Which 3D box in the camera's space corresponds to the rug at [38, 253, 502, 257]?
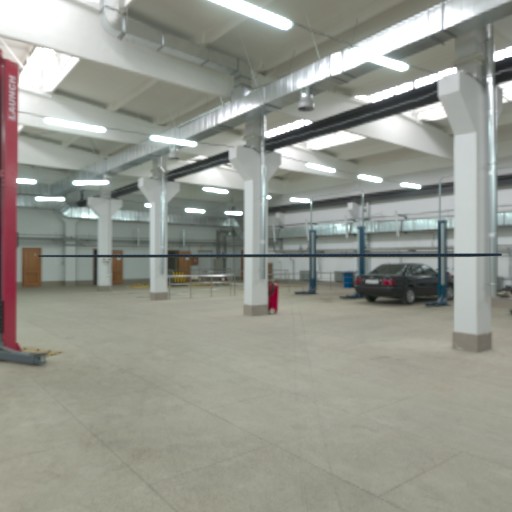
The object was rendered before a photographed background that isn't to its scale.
[{"bbox_3d":[0.000,0.000,2.620,2.448,0.012,0.769,0,-1,16],"label":"rug"}]
